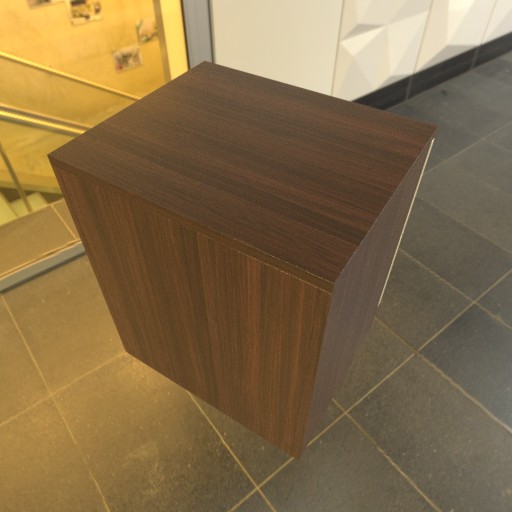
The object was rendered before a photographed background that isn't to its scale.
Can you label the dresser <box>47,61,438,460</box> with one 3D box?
[{"bbox_3d":[0.000,0.000,0.763,0.400,0.470,0.360,25,51,21],"label":"dresser"}]
